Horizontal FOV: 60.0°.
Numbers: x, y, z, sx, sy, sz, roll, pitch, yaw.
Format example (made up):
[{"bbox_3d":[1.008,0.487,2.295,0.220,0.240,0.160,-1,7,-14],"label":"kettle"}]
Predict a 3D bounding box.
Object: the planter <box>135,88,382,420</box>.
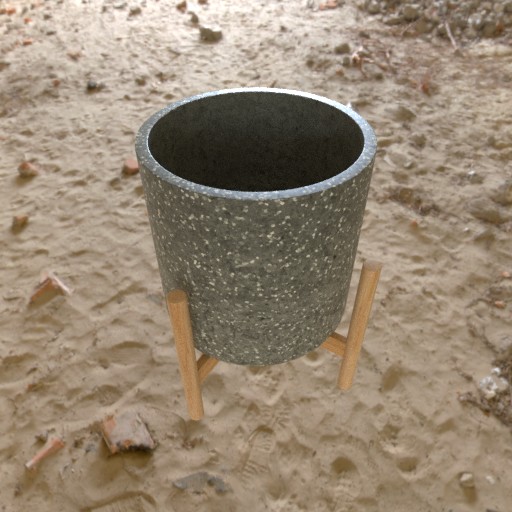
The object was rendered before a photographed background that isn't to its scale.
[{"bbox_3d":[0.000,0.000,0.703,0.360,0.419,0.360,-25,47,-25],"label":"planter"}]
